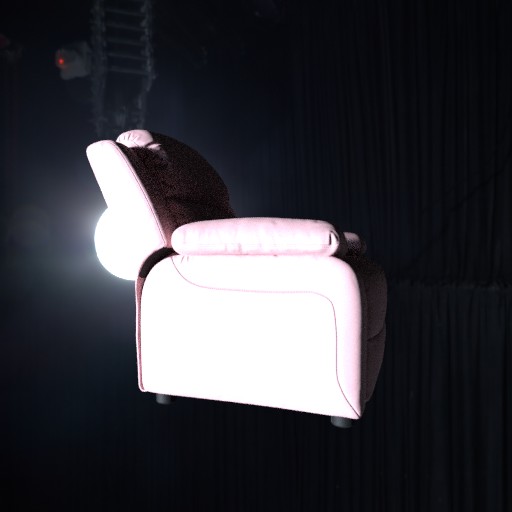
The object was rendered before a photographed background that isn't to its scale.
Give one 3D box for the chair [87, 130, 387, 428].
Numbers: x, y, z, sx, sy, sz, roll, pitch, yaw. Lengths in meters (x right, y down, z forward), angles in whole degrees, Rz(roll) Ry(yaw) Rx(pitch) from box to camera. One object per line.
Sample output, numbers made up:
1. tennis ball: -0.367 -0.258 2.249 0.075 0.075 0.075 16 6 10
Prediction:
1. chair: 0.000 0.000 1.260 0.709 0.702 0.680 0 0 18
